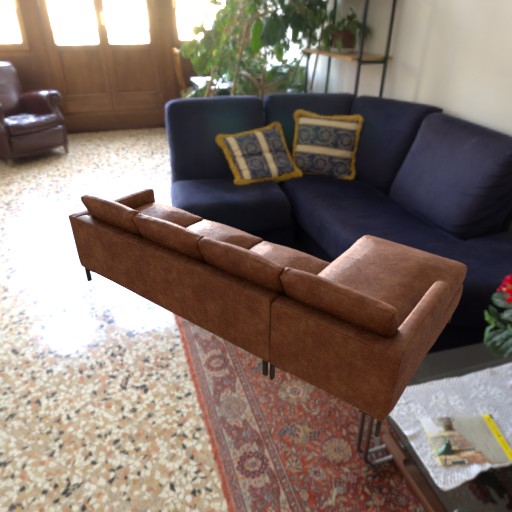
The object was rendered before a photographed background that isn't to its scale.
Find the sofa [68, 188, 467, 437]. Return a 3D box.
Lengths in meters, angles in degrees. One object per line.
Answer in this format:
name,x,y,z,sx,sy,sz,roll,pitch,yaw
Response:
sofa,0.000,0.000,3.671,2.993,0.859,1.471,20,35,32
